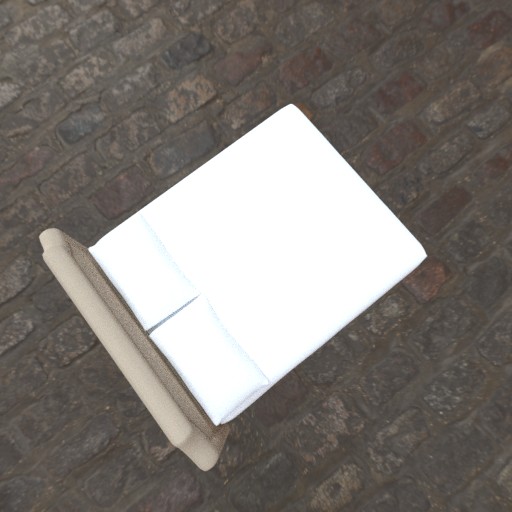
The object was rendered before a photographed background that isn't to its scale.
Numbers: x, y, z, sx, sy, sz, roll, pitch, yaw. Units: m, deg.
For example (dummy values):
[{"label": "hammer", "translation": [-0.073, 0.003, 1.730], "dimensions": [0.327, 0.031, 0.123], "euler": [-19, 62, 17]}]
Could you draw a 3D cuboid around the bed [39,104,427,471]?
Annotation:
[{"label": "bed", "translation": [0.000, 0.000, 3.285], "dimensions": [2.204, 1.301, 1.828], "euler": [-38, 80, -8]}]
